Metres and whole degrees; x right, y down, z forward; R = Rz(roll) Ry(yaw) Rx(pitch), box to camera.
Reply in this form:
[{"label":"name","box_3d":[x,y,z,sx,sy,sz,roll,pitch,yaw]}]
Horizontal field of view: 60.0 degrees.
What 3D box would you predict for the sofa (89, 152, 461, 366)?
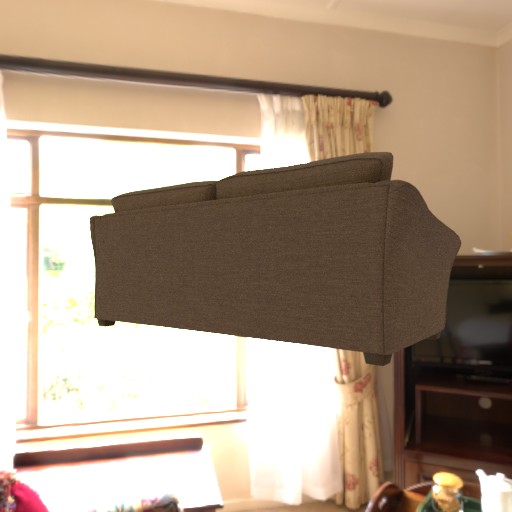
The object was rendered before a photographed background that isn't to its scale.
[{"label":"sofa","box_3d":[0.000,0.000,2.803,2.270,0.950,0.971,-1,-2,37]}]
